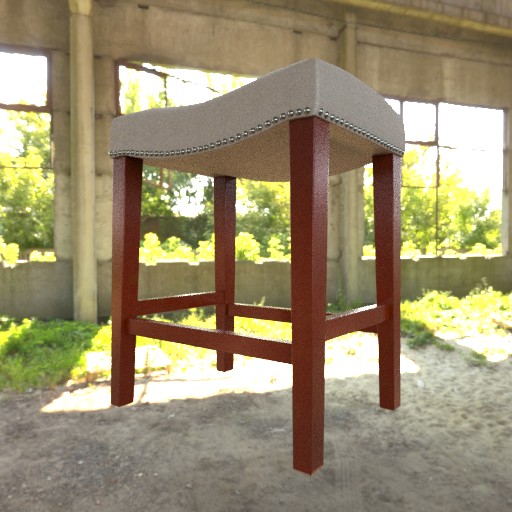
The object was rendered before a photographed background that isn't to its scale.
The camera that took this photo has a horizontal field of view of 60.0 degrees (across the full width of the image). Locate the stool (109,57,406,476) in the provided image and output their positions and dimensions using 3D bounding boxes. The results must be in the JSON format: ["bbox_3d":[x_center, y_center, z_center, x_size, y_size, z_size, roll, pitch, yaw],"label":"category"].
[{"bbox_3d":[0.000,0.000,0.929,0.509,0.632,0.375,1,1,38],"label":"stool"}]
